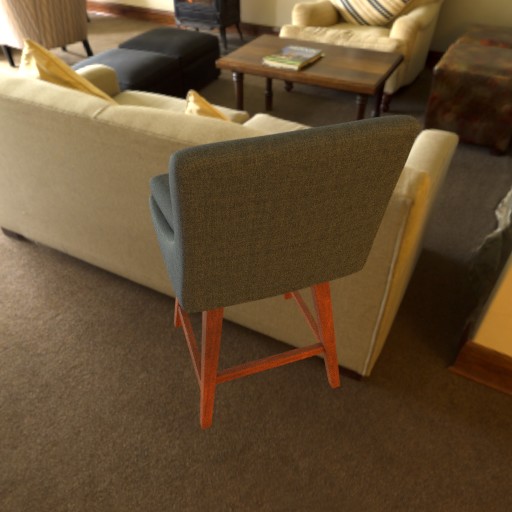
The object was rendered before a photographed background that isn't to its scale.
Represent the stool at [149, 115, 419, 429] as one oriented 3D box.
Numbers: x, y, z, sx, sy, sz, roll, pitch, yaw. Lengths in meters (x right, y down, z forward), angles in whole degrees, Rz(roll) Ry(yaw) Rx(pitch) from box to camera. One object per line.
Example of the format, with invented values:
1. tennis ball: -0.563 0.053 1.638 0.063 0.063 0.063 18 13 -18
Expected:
1. stool: 0.000 0.000 1.147 0.467 0.895 0.524 -13 43 -14
